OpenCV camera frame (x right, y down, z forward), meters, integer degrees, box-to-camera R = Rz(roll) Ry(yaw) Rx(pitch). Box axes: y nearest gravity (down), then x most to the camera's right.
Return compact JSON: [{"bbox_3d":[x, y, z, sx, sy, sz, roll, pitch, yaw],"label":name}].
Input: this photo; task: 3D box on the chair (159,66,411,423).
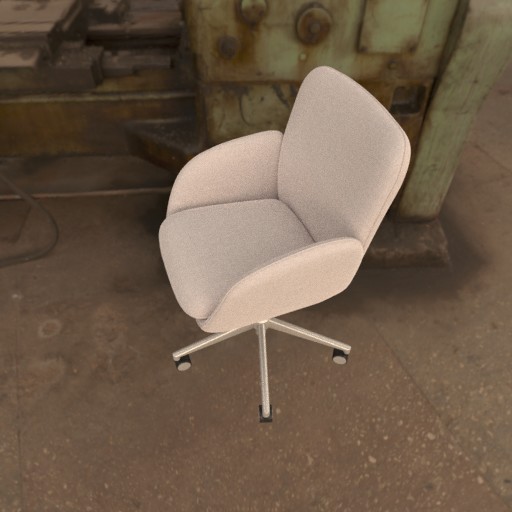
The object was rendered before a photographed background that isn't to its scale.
[{"bbox_3d":[0.000,0.000,1.374,0.633,0.959,0.648,-15,48,-14],"label":"chair"}]
